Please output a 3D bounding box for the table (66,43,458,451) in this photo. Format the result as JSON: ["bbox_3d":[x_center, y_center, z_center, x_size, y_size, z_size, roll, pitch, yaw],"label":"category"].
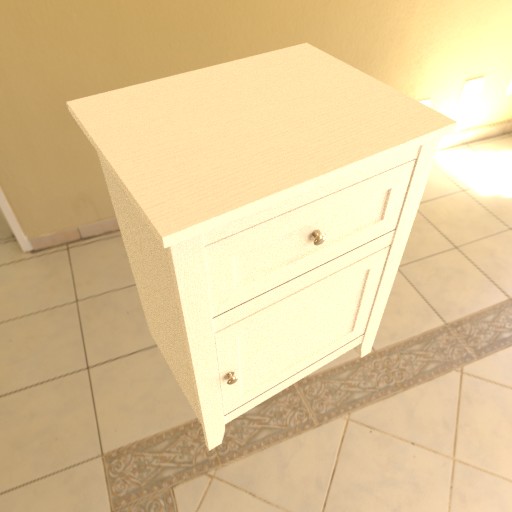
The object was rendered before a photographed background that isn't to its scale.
[{"bbox_3d":[0.000,0.000,0.912,0.480,0.635,0.381,-24,50,-22],"label":"table"}]
